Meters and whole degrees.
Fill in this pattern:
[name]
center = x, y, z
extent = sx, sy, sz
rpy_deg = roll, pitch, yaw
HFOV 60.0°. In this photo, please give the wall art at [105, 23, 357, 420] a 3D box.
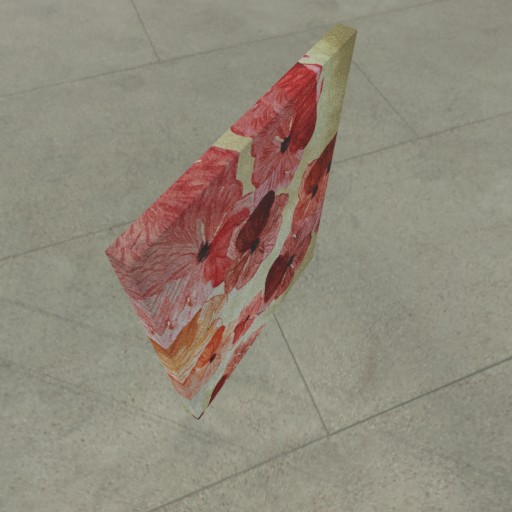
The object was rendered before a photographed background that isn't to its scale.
[wall art]
center = 0.000, 0.000, 0.661
extent = 0.028, 0.508, 0.406
rpy_deg = 29, 61, 18
